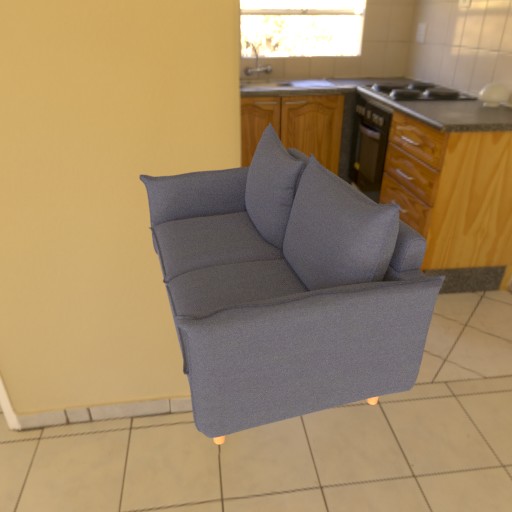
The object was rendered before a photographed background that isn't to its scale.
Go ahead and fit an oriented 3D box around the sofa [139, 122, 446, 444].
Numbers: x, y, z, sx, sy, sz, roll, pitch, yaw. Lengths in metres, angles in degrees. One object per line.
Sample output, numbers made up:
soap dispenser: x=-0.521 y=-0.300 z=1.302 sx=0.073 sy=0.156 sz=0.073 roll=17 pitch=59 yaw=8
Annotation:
sofa: x=0.000 y=0.000 z=1.856 sx=0.820 sy=0.840 sz=1.300 roll=-8 pitch=30 yaw=-15
